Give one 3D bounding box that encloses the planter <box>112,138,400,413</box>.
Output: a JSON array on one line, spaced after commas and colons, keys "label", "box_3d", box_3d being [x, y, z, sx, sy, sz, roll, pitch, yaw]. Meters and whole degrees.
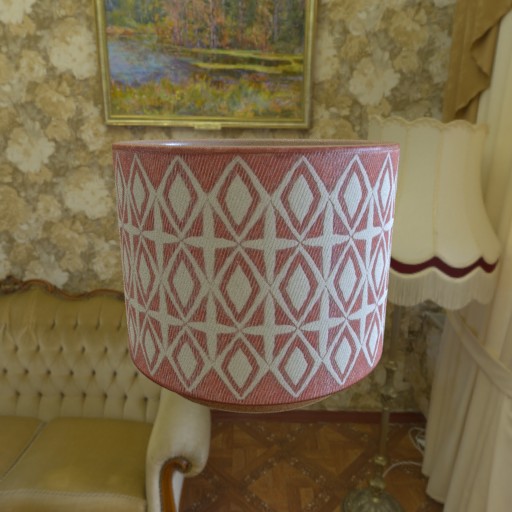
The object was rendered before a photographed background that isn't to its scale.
[{"label": "planter", "box_3d": [0.000, 0.000, 0.472, 0.273, 0.237, 0.273, 0, 16, 0]}]
